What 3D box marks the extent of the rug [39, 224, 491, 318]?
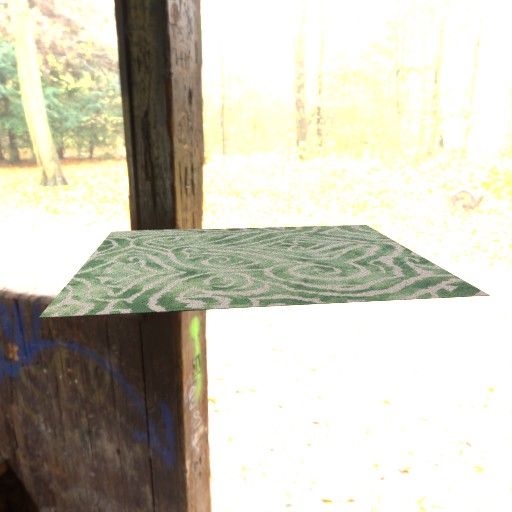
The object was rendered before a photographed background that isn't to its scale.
[{"bbox_3d":[0.000,0.000,4.113,3.045,0.007,2.436,-2,16,-7],"label":"rug"}]
